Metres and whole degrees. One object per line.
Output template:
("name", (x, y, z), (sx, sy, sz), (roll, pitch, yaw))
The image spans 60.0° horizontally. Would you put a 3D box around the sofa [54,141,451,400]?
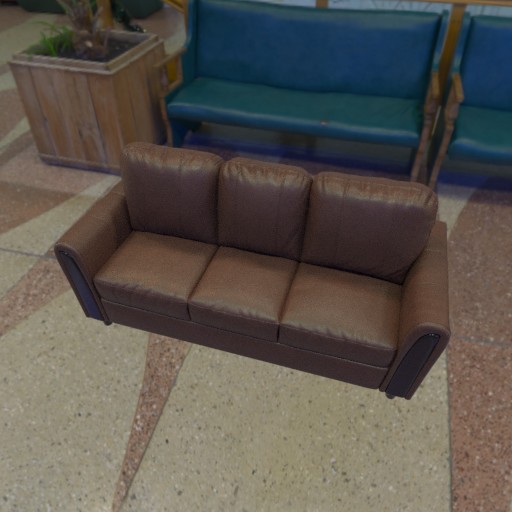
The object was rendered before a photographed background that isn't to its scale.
("sofa", (0.000, 0.000, 2.321), (1.862, 0.915, 0.802), (11, 42, 13))
